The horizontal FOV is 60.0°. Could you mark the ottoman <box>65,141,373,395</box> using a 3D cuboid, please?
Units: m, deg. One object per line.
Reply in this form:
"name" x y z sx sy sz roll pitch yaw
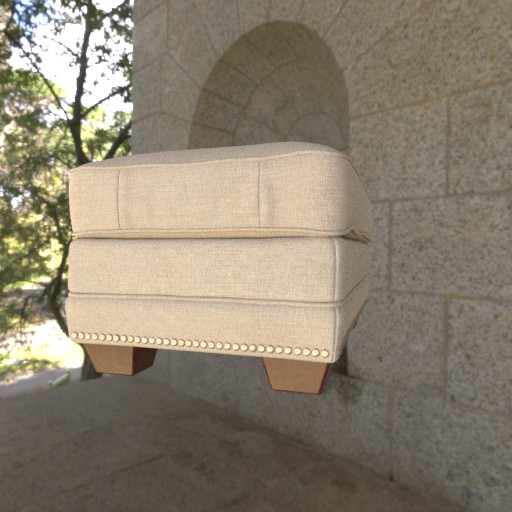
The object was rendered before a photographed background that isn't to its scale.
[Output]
"ottoman" 0.000 0.000 1.153 0.559 0.458 0.813 0 1 18
